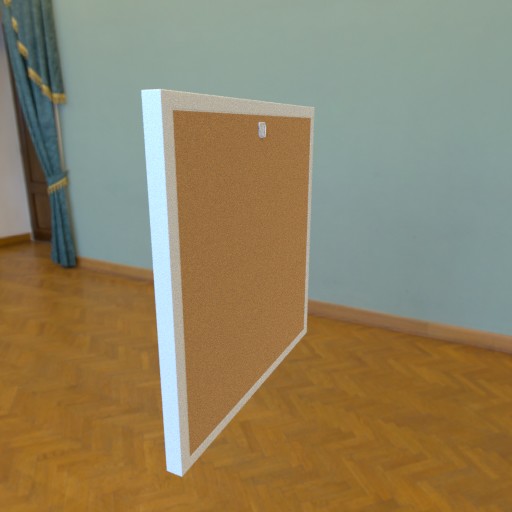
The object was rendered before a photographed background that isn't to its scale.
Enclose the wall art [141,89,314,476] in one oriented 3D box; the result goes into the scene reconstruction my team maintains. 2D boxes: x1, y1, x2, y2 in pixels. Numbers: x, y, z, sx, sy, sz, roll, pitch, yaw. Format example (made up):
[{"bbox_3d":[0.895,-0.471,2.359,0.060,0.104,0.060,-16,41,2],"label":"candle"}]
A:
[{"bbox_3d":[0.000,0.000,1.155,0.050,0.762,0.761,8,18,25],"label":"wall art"}]
